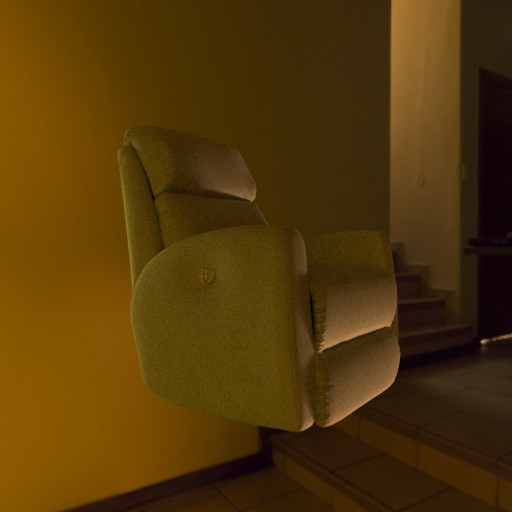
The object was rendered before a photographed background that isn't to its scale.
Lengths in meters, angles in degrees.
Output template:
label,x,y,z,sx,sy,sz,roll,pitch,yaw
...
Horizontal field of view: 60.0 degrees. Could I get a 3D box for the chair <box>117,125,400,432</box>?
label,x,y,z,sx,sy,sz,roll,pitch,yaw
chair,0.000,0.000,1.706,0.940,1.016,0.794,1,1,37
